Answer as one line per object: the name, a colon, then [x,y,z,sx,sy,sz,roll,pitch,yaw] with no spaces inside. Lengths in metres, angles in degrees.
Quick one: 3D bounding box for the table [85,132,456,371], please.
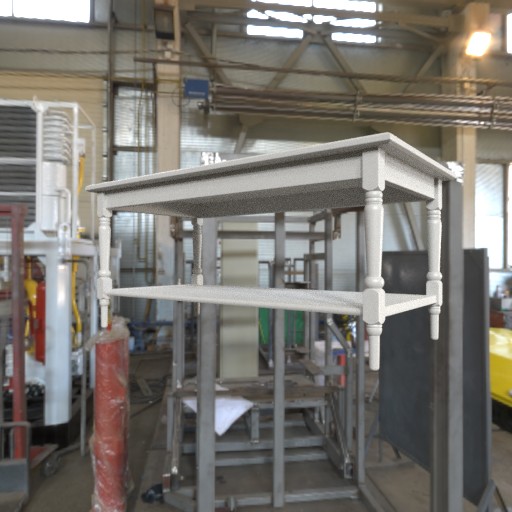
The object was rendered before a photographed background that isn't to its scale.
table: [0.000,0.000,1.460,1.109,0.506,0.551,0,-1,37]
